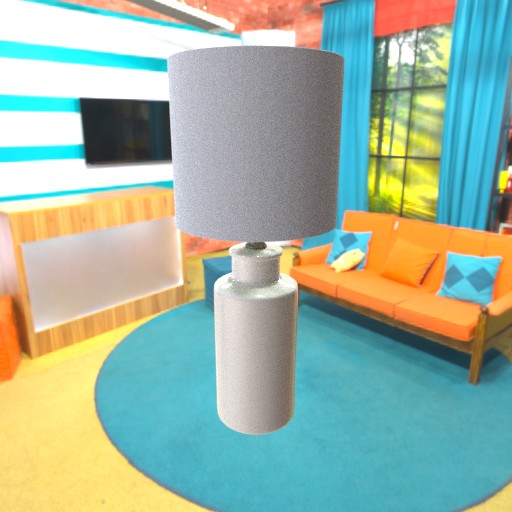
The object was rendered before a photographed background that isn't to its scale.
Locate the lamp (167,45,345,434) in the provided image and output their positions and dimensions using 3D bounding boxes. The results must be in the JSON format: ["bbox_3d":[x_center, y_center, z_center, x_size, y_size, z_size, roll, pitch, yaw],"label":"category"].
[{"bbox_3d":[0.000,0.000,0.606,0.212,0.493,0.212,2,16,7],"label":"lamp"}]
